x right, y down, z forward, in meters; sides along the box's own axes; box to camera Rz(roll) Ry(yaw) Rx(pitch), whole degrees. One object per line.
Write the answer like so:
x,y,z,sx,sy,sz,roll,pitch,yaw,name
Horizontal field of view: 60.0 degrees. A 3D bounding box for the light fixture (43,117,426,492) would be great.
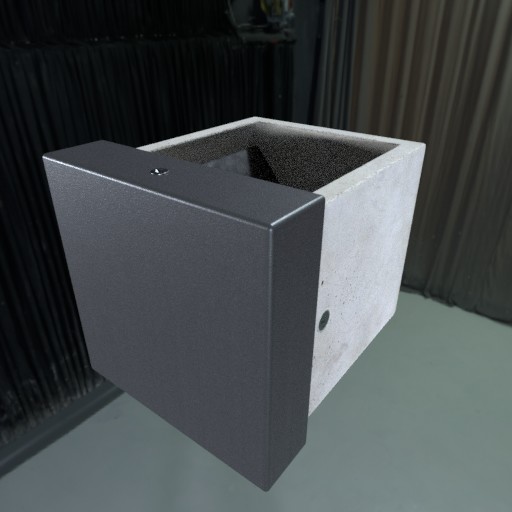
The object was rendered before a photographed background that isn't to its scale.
0.000,0.000,0.234,0.121,0.121,0.143,20,35,32,light fixture
